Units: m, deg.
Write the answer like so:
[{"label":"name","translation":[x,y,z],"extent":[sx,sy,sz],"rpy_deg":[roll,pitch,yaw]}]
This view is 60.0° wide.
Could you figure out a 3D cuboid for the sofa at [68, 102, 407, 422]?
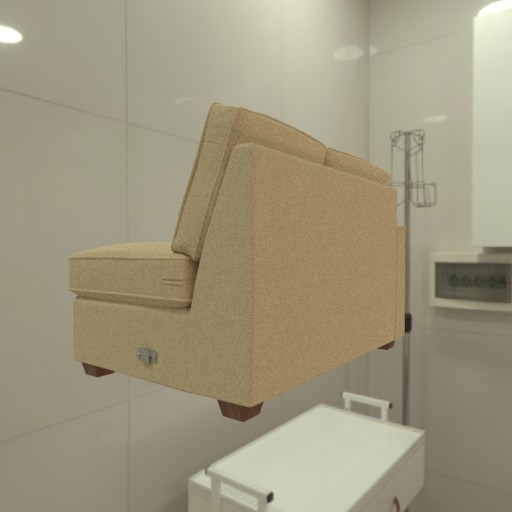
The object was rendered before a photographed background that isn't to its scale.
[{"label":"sofa","translation":[0.000,0.000,2.104],"extent":[0.991,0.989,1.388],"rpy_deg":[1,1,37]}]
